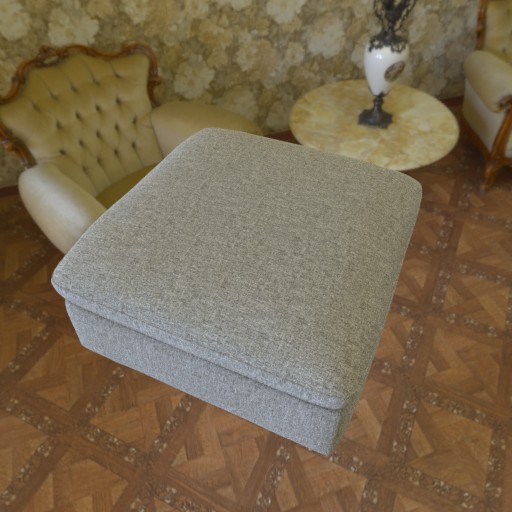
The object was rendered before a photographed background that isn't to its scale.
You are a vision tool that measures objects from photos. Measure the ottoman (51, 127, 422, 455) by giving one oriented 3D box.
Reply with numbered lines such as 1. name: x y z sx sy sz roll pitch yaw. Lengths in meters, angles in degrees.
1. ottoman: 0.000 0.000 1.674 1.035 0.526 1.039 18 49 17
